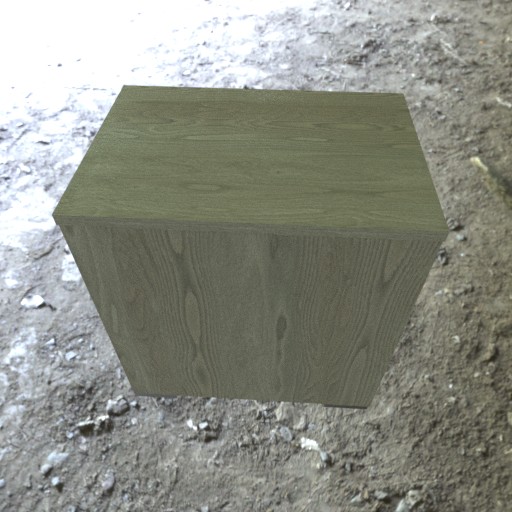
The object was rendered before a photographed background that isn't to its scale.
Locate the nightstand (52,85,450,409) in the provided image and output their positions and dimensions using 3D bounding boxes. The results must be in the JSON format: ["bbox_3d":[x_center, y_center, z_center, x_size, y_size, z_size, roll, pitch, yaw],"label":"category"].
[{"bbox_3d":[0.000,0.000,0.770,0.442,0.461,0.325,3,47,2],"label":"nightstand"}]
